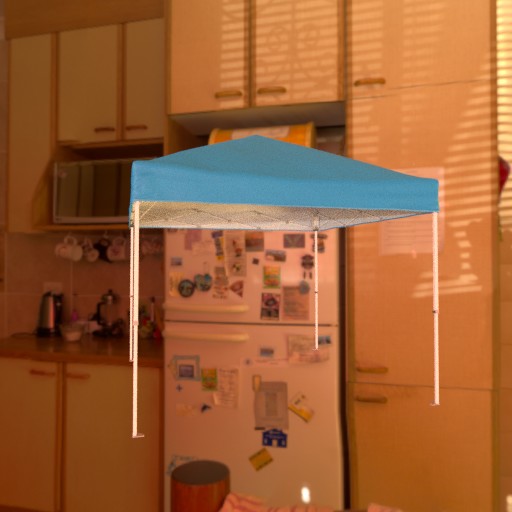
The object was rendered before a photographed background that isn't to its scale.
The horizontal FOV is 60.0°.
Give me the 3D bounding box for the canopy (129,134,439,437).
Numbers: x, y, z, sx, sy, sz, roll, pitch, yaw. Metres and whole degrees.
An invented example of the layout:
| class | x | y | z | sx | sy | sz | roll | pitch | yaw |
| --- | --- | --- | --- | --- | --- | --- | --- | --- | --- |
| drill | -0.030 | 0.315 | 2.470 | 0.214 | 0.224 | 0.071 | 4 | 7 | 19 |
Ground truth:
| class | x | y | z | sx | sy | sz | roll | pitch | yaw |
| --- | --- | --- | --- | --- | --- | --- | --- | --- | --- |
| canopy | 0.000 | 0.000 | 5.457 | 2.996 | 2.997 | 2.998 | 0 | -1 | -16 |
